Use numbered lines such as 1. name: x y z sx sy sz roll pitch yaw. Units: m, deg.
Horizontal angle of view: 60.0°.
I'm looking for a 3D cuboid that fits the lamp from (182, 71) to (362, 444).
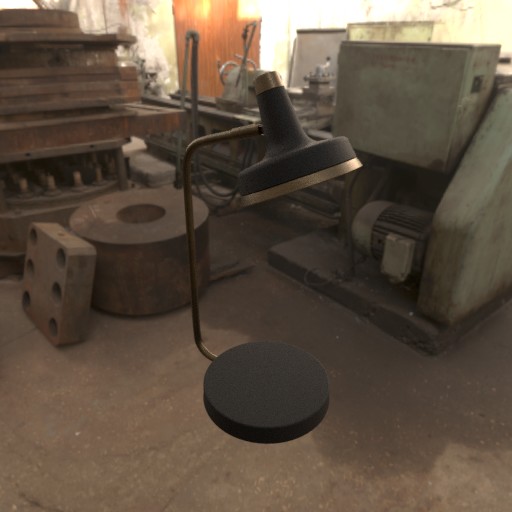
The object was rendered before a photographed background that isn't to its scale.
1. lamp: 0.000 0.000 0.497 0.218 0.385 0.162 18 31 33
